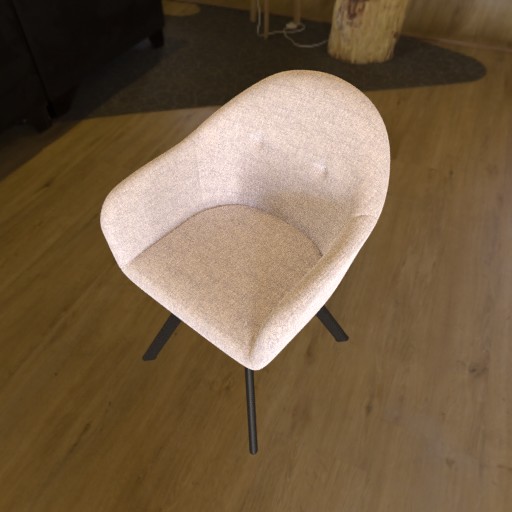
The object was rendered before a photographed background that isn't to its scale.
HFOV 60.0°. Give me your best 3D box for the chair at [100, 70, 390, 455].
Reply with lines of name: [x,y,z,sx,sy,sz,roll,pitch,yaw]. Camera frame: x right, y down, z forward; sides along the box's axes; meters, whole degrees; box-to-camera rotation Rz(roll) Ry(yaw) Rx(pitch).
chair: [0.000,0.000,1.153,0.540,0.780,0.570,31,54,26]
